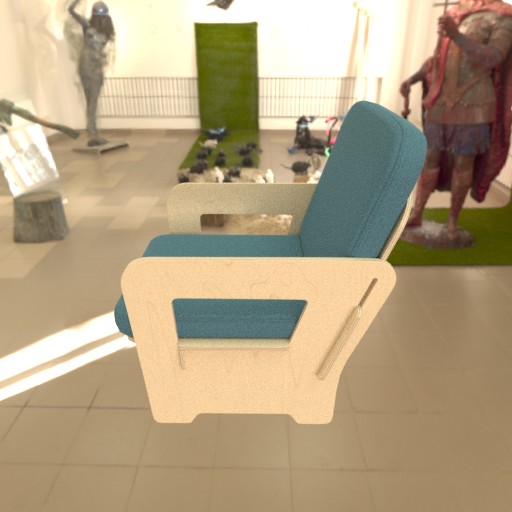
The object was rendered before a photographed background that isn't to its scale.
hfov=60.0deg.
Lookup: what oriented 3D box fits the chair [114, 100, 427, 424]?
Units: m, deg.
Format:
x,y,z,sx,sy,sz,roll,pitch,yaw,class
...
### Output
x,y,z,sx,sy,sz,roll,pitch,yaw,class
0.000,0.000,1.172,0.657,0.747,0.547,0,26,0,chair
